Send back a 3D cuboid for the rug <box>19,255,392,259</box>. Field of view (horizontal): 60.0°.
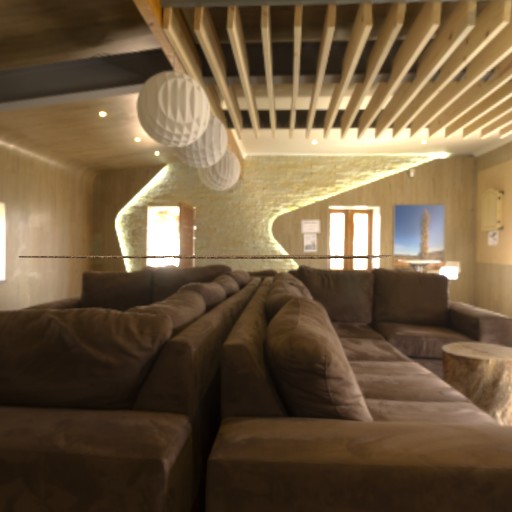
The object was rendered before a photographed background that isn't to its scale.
[{"bbox_3d":[0.000,0.000,5.288,2.997,0.020,4.093,0,0,19],"label":"rug"}]
